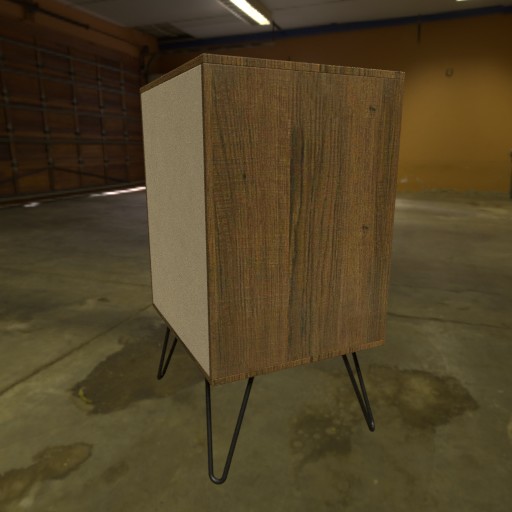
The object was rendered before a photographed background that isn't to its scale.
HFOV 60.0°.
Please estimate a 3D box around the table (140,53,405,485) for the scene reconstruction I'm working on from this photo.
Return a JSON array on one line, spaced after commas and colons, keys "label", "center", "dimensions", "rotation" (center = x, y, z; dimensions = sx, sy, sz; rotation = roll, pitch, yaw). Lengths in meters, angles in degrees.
[{"label": "table", "center": [0.000, 0.000, 1.171], "dimensions": [0.457, 0.866, 0.526], "rotation": [-7, 15, -25]}]
